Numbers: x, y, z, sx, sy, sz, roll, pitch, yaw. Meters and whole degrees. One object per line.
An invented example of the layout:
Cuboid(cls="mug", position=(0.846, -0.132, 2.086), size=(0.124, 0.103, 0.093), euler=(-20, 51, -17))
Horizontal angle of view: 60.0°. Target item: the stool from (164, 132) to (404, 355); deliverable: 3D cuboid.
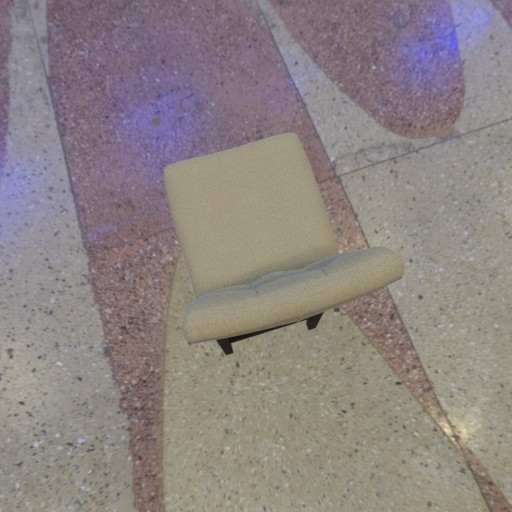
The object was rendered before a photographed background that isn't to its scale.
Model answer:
Cuboid(cls="stool", position=(0.000, 0.000, 1.321), size=(0.411, 1.047, 0.548), euler=(-16, 74, -5))
